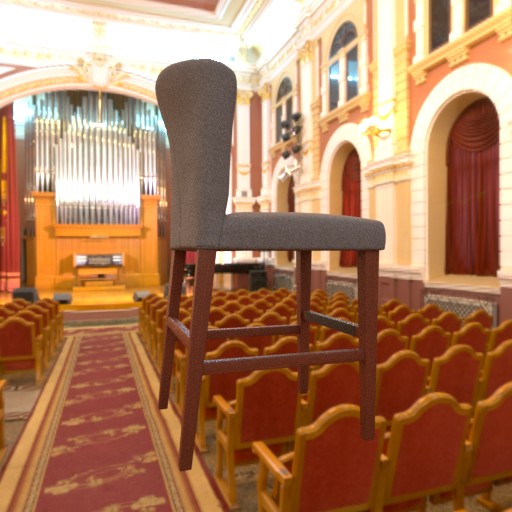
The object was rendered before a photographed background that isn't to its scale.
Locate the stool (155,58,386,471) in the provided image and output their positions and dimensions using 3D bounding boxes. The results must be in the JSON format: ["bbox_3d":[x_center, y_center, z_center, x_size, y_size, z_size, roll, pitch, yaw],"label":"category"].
[{"bbox_3d":[0.000,0.000,1.285,0.568,0.968,0.481,0,1,-19],"label":"stool"}]
